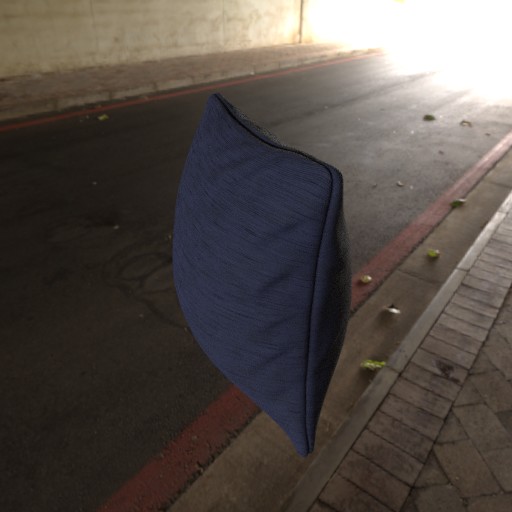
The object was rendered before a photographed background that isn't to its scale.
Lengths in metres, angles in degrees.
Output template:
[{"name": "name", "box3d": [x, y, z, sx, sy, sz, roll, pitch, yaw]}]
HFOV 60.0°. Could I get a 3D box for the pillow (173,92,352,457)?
[{"name": "pillow", "box3d": [0.000, 0.000, 0.683, 0.246, 0.414, 0.432, -10, 32, -17]}]
